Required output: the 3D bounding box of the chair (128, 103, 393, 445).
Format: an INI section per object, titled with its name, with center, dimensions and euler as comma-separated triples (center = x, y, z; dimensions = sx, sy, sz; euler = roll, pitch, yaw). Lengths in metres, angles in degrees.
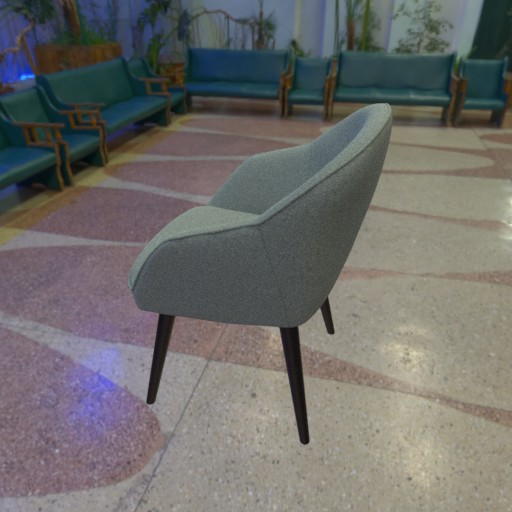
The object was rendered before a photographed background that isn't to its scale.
[chair]
center = 0.000, 0.000, 1.217
dimensions = 0.611, 0.810, 0.589
euler = 9, 31, 15
